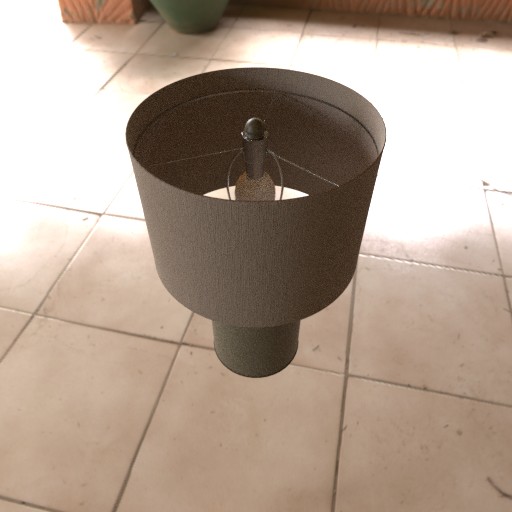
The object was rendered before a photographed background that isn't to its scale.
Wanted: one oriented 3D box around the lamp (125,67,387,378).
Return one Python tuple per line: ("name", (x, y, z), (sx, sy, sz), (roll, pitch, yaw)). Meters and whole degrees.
("lamp", (0.000, 0.000, 0.722), (0.318, 0.486, 0.318), (0, 46, 0))
